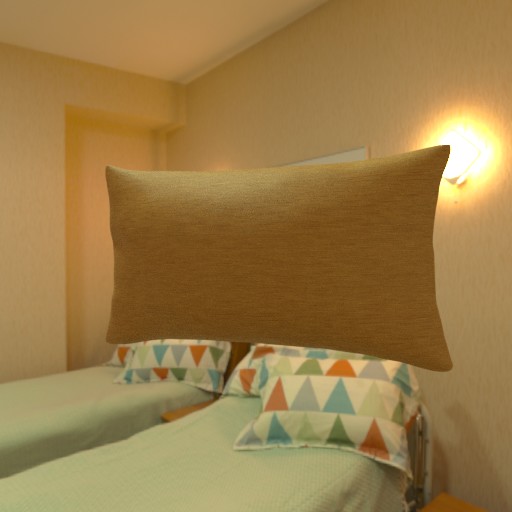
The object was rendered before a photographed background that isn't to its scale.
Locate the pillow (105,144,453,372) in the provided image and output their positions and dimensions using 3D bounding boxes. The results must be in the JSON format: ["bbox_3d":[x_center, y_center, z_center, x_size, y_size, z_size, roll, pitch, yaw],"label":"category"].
[{"bbox_3d":[0.000,0.000,0.771,0.634,0.354,0.210,0,1,18],"label":"pillow"}]
